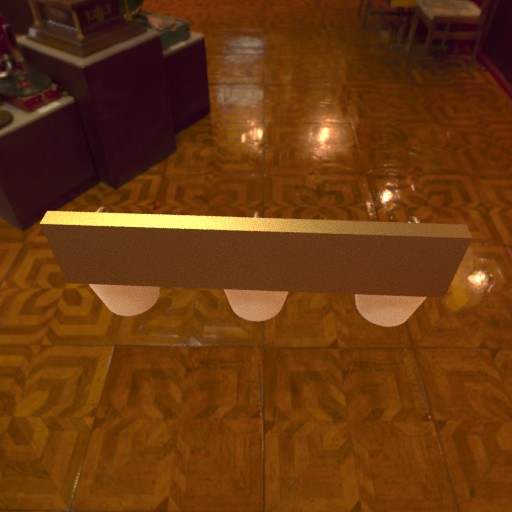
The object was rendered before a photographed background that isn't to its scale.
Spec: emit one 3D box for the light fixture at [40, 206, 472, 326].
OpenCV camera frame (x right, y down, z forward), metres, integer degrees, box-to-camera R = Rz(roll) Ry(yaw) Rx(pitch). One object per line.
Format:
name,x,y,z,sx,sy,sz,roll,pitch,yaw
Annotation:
light fixture,0.000,0.000,0.711,0.609,0.280,0.190,2,45,2
